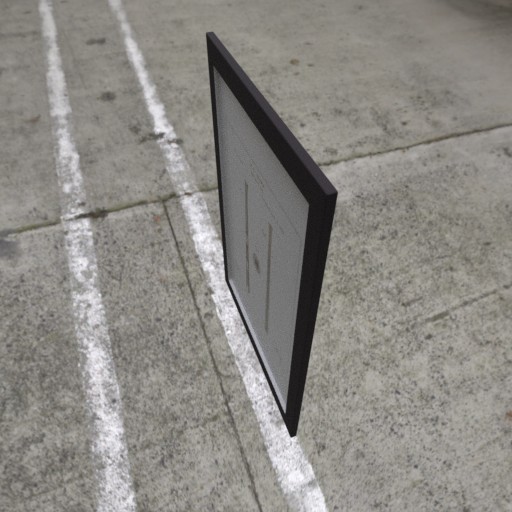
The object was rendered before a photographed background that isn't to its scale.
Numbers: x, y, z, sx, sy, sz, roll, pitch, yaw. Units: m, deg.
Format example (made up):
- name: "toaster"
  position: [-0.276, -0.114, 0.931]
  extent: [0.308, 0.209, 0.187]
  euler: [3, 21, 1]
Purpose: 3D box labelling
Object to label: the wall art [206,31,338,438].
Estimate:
- name: "wall art"
  position: [0.000, 0.000, 0.683]
  extent: [0.012, 0.529, 0.374]
  euler: [-15, 49, -14]
